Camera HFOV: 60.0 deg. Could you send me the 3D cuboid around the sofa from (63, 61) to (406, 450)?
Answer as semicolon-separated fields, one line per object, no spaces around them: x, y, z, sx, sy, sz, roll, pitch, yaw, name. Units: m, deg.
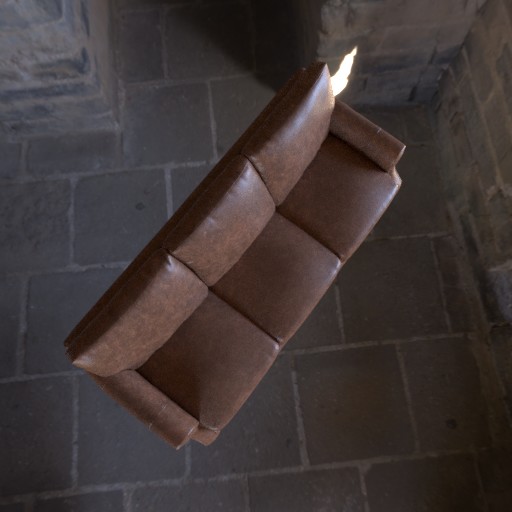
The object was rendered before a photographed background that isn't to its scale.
0.000;0.000;2.812;0.973;0.977;2.351;37;78;9;sofa
